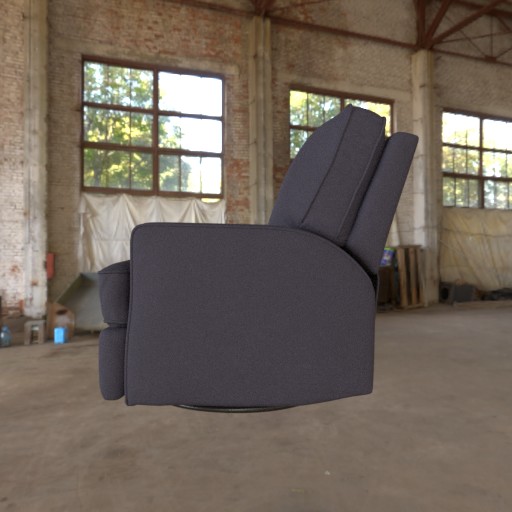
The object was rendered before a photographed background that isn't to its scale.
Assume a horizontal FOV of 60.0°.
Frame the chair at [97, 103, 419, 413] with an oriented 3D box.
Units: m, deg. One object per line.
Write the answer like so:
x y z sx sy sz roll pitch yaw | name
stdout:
0.000 0.000 1.674 0.964 0.962 0.861 0 0 -1 | chair
